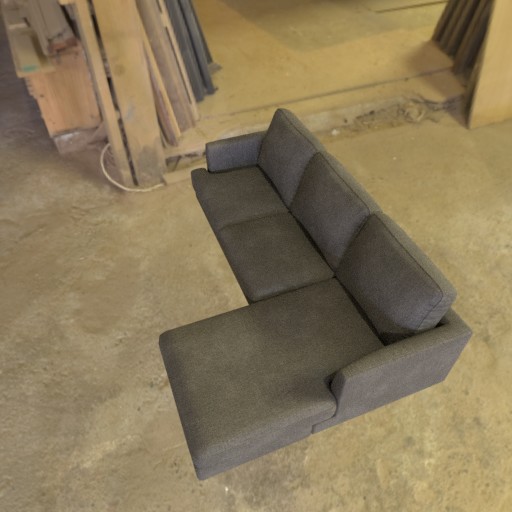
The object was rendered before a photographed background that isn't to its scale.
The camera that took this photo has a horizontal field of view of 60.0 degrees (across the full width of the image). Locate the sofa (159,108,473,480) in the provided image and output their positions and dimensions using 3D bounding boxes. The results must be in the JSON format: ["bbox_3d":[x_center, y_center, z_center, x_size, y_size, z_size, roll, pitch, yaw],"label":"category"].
[{"bbox_3d":[0.000,0.000,2.925,1.504,0.956,2.233,-16,48,-15],"label":"sofa"}]
